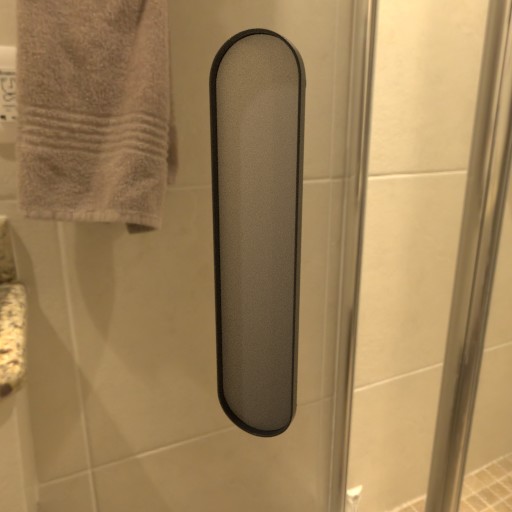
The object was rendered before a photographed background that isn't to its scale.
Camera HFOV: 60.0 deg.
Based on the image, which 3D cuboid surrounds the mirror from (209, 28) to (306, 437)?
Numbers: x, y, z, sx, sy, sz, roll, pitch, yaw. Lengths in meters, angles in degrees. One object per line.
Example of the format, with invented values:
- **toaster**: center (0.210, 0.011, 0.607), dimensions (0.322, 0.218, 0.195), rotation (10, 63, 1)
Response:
- **mirror**: center (0.000, 0.000, 1.068), dimensions (0.222, 0.991, 0.032), rotation (8, 17, 26)
